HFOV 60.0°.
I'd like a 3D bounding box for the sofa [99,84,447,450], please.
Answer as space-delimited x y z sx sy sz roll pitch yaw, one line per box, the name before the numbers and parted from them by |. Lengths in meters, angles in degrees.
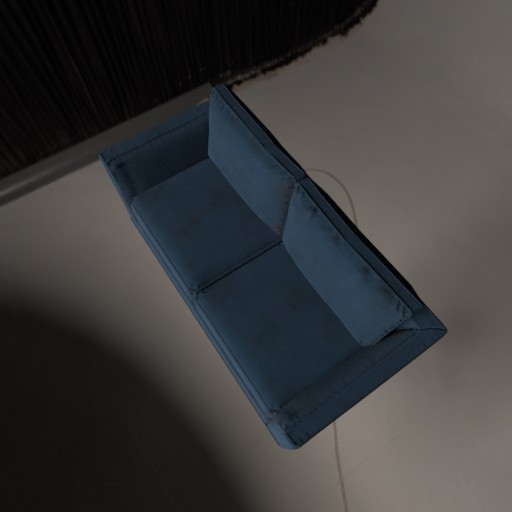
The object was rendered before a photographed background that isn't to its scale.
sofa | 0.000 0.000 2.369 0.853 1.002 1.770 -32 68 -15
